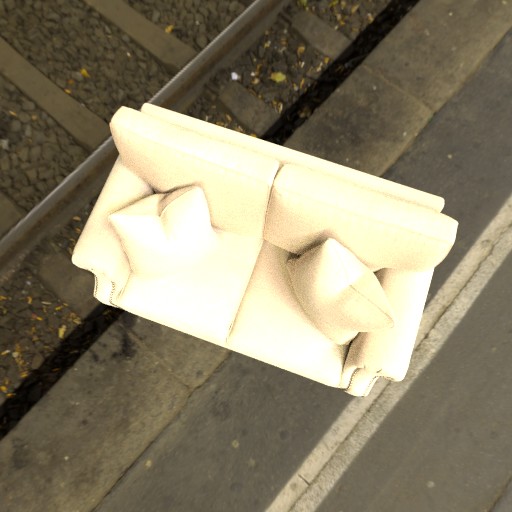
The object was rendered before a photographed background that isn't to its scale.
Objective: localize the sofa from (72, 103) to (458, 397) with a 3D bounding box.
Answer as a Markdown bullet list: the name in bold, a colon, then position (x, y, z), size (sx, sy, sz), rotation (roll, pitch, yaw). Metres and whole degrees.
- **sofa**: position (0.000, 0.000, 2.286), size (1.701, 0.966, 0.966), rotation (19, 76, 5)
